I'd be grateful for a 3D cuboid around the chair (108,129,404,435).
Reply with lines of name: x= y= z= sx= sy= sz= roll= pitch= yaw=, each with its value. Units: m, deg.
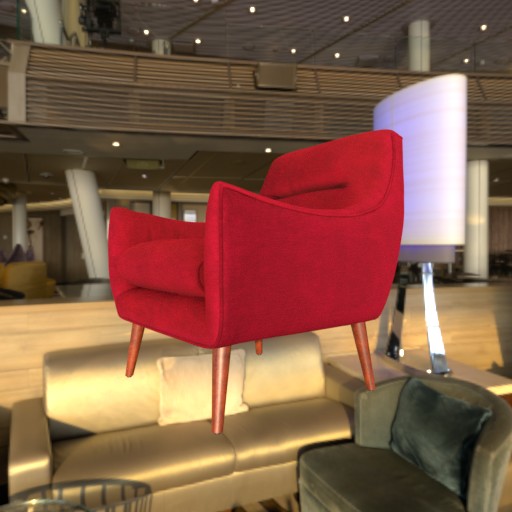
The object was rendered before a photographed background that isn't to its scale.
chair: x=0.000 y=0.000 z=1.482 sx=0.787 sy=0.838 sz=0.762 roll=0 pitch=1 yaw=-36
